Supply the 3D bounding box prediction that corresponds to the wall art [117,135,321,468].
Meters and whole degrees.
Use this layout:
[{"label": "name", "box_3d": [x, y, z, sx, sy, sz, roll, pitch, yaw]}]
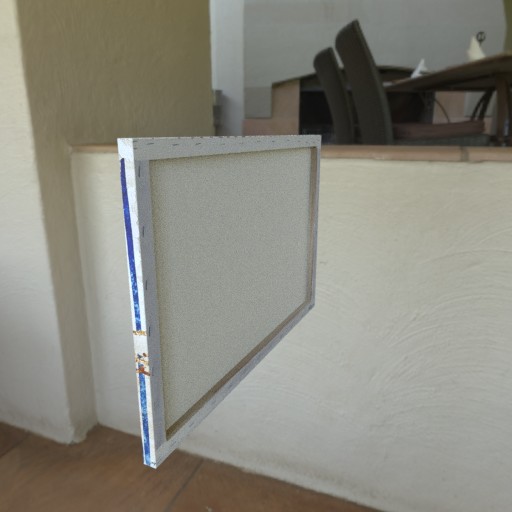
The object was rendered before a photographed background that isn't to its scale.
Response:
[{"label": "wall art", "box_3d": [0.000, 0.000, 1.450, 0.038, 0.757, 1.143, 8, 17, 25]}]
